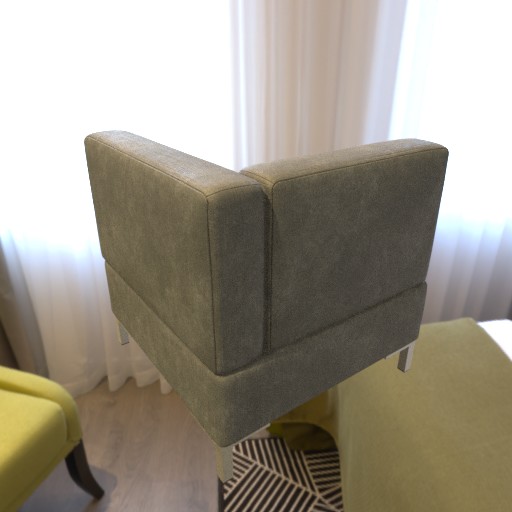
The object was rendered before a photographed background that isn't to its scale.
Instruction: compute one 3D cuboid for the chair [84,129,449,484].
[{"bbox_3d":[0.000,0.000,1.216,0.680,0.660,0.680,-17,30,-32],"label":"chair"}]
